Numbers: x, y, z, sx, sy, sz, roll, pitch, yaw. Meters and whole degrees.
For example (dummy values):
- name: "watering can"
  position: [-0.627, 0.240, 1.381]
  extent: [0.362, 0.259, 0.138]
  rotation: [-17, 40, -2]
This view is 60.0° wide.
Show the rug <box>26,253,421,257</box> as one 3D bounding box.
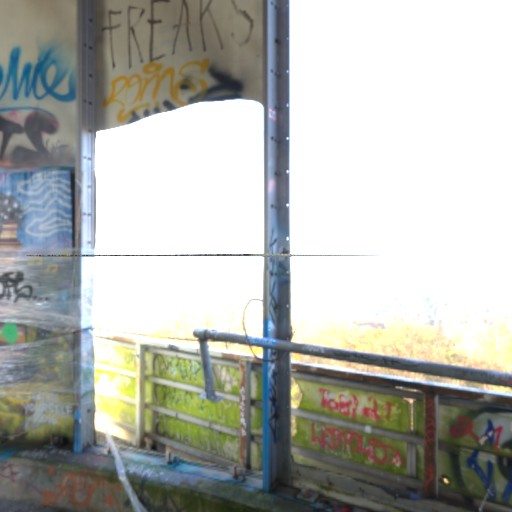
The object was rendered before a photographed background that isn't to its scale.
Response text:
- name: "rug"
  position: [0.000, 0.000, 2.333]
  extent: [1.247, 0.008, 1.802]
  rotation: [0, 0, 37]
